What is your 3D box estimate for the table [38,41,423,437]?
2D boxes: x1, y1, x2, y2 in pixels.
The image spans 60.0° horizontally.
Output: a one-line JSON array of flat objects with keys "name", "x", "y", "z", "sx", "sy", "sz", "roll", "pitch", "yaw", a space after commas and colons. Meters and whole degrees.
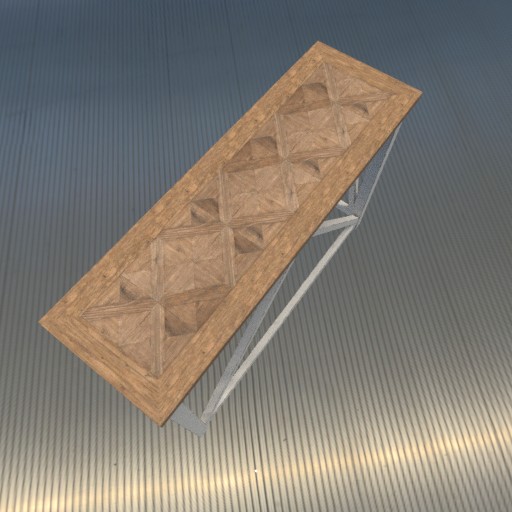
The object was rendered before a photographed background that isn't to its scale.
[{"name": "table", "x": 0.000, "y": 0.000, "z": 1.820, "sx": 0.450, "sy": 0.930, "sz": 1.400, "roll": 34, "pitch": 69, "yaw": 15}]
